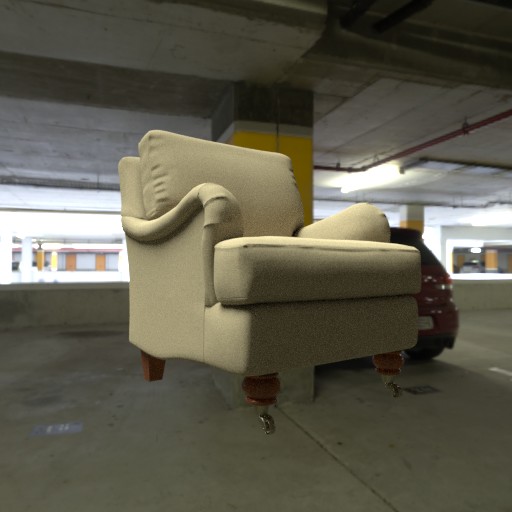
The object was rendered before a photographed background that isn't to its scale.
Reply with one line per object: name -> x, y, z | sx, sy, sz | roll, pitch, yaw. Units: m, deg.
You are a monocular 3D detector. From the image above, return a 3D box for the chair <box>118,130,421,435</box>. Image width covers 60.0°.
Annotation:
chair -> 0.000, 0.000, 1.880 | 0.895, 1.076, 1.078 | 1, -2, -36
